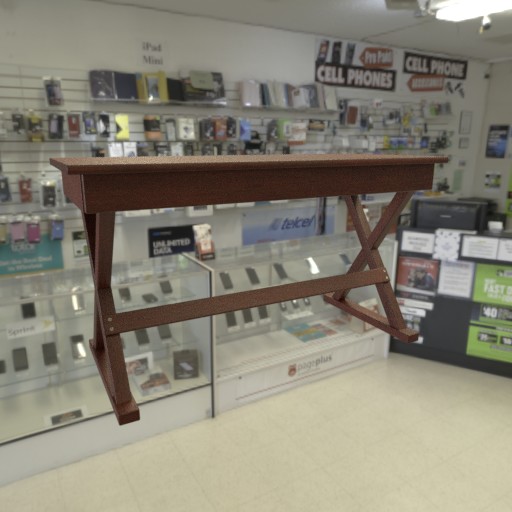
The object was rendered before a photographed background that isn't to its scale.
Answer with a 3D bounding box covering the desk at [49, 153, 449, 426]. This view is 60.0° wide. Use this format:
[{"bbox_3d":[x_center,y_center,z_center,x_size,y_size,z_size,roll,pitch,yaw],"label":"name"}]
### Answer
[{"bbox_3d":[0.000,0.000,1.751,1.372,0.761,0.600,-8,16,-27],"label":"desk"}]
